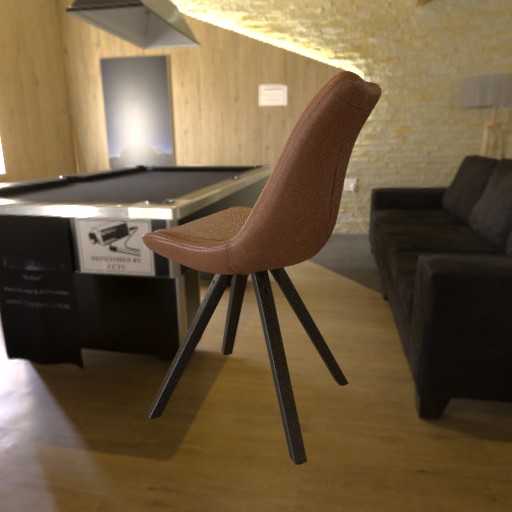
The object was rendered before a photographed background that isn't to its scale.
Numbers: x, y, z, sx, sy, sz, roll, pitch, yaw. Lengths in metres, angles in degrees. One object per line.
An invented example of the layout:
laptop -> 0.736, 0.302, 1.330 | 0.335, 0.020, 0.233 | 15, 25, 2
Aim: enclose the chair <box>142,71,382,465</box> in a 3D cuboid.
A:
chair -> 0.000, 0.000, 1.165 | 0.550, 0.850, 0.475 | 7, 17, 25
